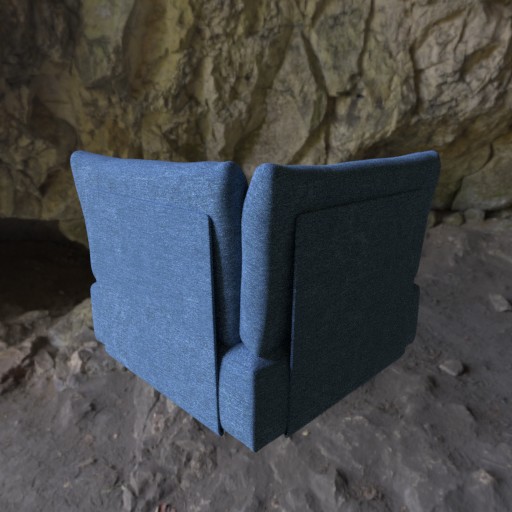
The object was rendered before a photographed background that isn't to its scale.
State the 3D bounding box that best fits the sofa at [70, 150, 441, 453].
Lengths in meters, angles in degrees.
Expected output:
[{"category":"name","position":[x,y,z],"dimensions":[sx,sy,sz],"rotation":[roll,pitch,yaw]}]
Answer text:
[{"category":"sofa","position":[0.000,0.000,1.753],"dimensions":[1.000,0.820,1.000],"rotation":[-15,22,-42]}]
